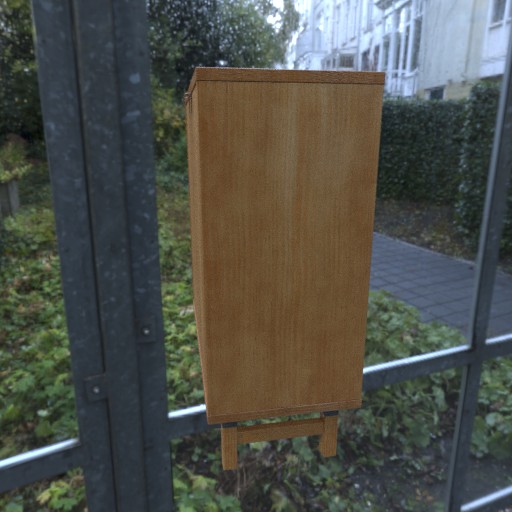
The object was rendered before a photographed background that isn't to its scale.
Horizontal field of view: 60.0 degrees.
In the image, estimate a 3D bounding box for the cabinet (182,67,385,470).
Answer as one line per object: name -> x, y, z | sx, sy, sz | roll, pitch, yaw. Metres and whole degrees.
cabinet -> 0.000, 0.000, 1.409 | 0.419, 1.001, 0.800 | -3, 16, -10
